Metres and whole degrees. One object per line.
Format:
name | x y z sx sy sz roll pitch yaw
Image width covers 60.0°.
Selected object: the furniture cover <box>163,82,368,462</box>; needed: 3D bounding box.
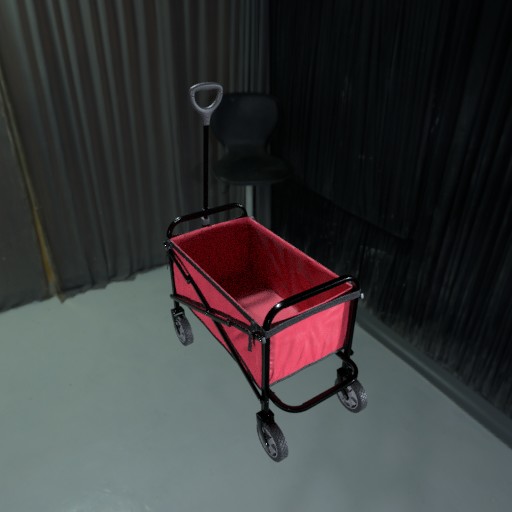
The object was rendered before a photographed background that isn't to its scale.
furniture cover | 0.000 0.000 1.890 0.532 1.295 1.038 -19 35 -29
